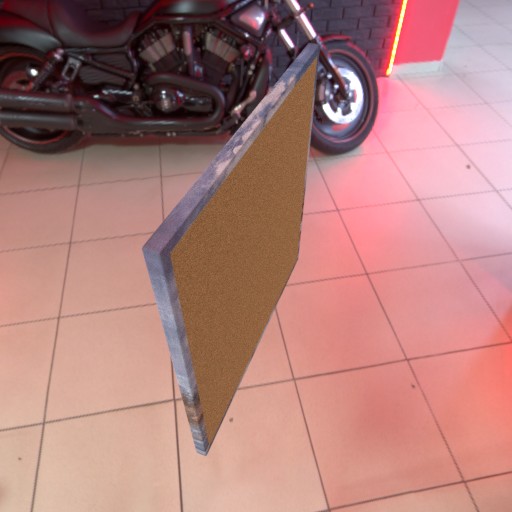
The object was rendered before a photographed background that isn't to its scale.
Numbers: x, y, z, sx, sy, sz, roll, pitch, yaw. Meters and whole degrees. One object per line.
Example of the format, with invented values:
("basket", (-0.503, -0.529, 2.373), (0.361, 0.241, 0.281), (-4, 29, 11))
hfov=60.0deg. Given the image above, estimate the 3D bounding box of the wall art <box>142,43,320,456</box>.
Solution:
("wall art", (0.000, 0.000, 1.488), (0.040, 1.020, 1.010), (17, 49, 15))
